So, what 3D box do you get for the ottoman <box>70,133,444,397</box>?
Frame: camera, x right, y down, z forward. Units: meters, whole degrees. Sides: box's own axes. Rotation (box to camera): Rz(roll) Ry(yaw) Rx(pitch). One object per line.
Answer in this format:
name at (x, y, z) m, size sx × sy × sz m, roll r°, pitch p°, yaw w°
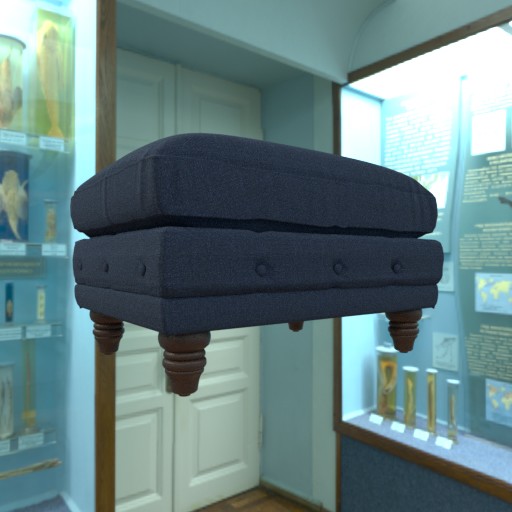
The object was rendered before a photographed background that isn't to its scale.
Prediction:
ottoman at (0.000, 0.000, 1.105) m, size 0.767 × 0.486 × 0.558 m, roll 0°, pitch -1°, yaw -36°
